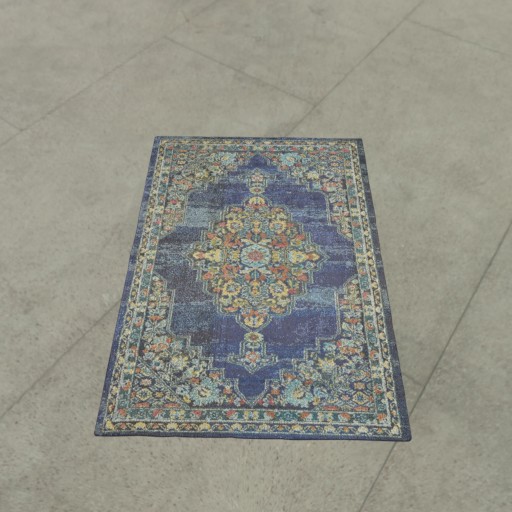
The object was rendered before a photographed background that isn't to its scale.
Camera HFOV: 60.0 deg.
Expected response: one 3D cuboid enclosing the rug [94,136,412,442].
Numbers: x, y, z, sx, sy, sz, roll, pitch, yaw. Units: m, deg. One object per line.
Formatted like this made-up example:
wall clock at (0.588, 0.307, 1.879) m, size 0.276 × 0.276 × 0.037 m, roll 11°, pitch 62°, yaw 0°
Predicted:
rug at (0.000, 0.000, 2.866) m, size 1.630 × 0.009 × 2.232 m, roll 1°, pitch 57°, yaw 1°
